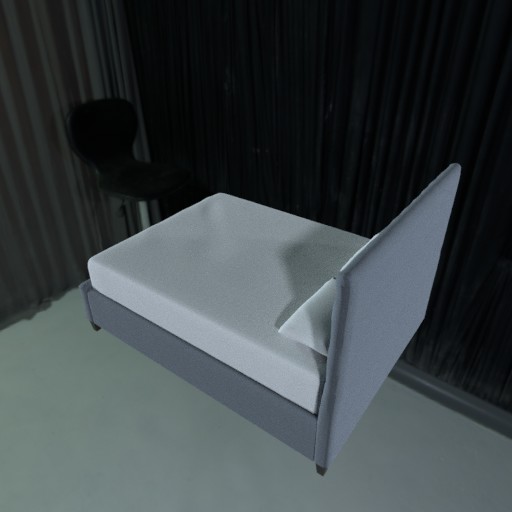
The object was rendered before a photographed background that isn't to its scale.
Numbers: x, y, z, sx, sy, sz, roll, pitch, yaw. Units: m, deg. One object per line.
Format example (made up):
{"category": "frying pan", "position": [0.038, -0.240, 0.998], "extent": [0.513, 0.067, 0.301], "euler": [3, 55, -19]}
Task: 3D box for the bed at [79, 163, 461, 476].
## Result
{"category": "bed", "position": [0.000, 0.000, 3.325], "extent": [2.231, 1.427, 1.698], "euler": [21, 38, 30]}
